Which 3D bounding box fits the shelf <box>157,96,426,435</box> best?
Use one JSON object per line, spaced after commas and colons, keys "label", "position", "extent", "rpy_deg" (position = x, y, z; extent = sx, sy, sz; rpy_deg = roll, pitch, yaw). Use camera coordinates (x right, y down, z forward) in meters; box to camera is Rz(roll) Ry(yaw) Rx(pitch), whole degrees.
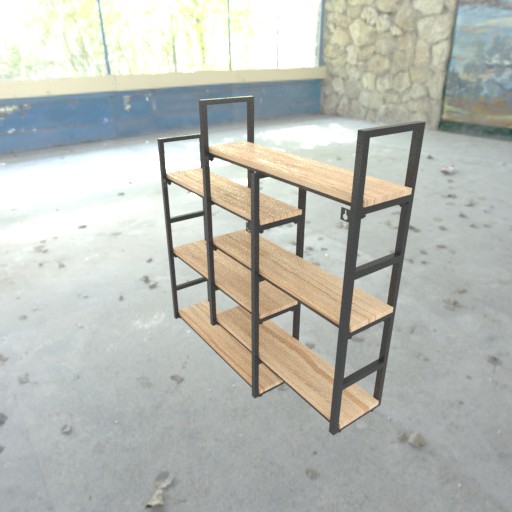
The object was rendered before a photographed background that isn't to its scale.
{"label": "shelf", "position": [0.000, 0.000, 1.400], "extent": [0.183, 0.921, 0.946], "rpy_deg": [-17, 30, -32]}
